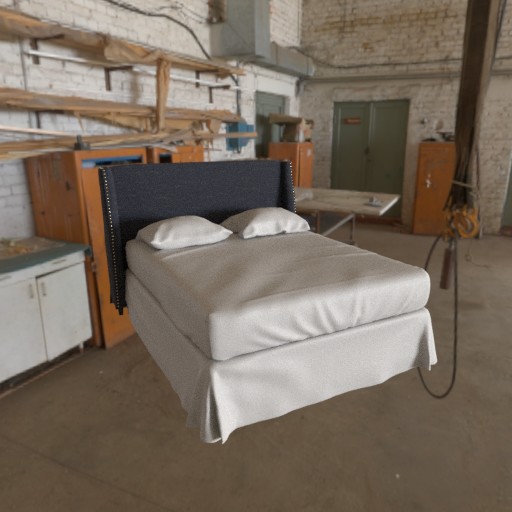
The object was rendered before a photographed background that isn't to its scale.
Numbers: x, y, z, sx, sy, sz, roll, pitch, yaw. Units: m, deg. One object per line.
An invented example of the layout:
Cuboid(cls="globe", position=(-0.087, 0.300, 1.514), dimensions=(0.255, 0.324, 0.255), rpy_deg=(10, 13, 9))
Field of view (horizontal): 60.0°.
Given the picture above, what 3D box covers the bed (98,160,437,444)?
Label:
Cuboid(cls="bed", position=(0.000, 0.000, 3.485), dimensions=(1.925, 1.332, 2.276), rpy_deg=(-8, 18, -27))
